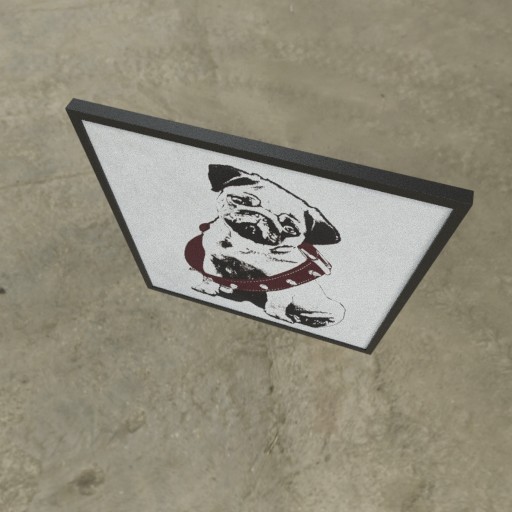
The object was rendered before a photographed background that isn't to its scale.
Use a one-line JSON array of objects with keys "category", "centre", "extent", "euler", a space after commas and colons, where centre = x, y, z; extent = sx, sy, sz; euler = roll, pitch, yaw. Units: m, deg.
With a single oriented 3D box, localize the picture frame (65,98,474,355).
[{"category": "picture frame", "centre": [0.000, 0.000, 1.144], "extent": [0.775, 0.775, 0.032], "euler": [15, 60, 9]}]
